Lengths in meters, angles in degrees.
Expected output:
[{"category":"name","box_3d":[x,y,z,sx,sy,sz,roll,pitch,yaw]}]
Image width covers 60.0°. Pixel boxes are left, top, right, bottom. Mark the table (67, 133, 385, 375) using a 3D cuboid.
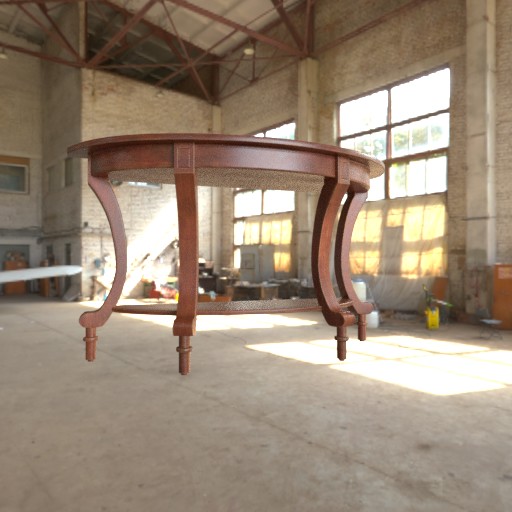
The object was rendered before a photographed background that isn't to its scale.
[{"category":"table","box_3d":[0.000,0.000,1.500,1.198,0.699,0.394,0,-1,-20]}]
